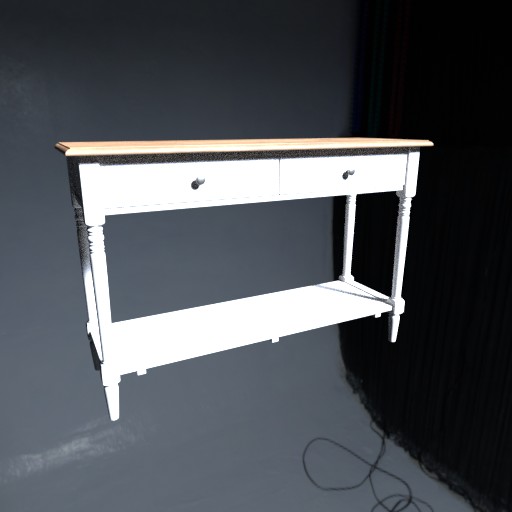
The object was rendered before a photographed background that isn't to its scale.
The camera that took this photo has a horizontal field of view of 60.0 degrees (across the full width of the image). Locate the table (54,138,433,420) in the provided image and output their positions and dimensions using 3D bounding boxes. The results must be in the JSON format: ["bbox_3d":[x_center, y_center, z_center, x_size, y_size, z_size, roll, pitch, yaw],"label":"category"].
[{"bbox_3d":[0.000,0.000,1.598,1.219,0.800,0.399,-8,18,-26],"label":"table"}]
